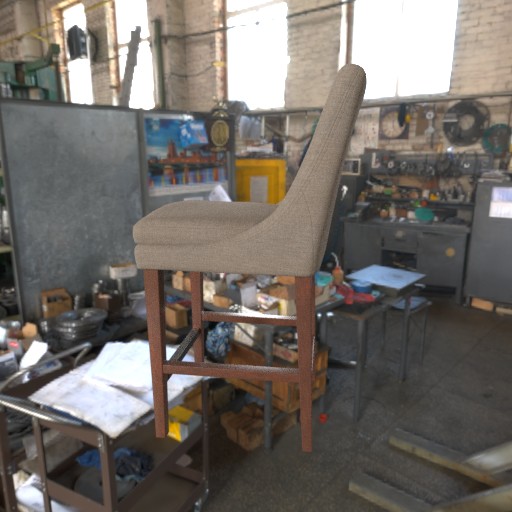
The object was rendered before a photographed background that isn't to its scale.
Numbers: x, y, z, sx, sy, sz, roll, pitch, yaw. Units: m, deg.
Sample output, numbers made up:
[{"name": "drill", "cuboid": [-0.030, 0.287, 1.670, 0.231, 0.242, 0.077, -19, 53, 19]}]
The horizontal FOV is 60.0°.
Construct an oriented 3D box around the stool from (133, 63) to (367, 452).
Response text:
[{"name": "stool", "cuboid": [0.000, 0.000, 1.310, 0.577, 0.981, 0.470, 2, 14, 8]}]
